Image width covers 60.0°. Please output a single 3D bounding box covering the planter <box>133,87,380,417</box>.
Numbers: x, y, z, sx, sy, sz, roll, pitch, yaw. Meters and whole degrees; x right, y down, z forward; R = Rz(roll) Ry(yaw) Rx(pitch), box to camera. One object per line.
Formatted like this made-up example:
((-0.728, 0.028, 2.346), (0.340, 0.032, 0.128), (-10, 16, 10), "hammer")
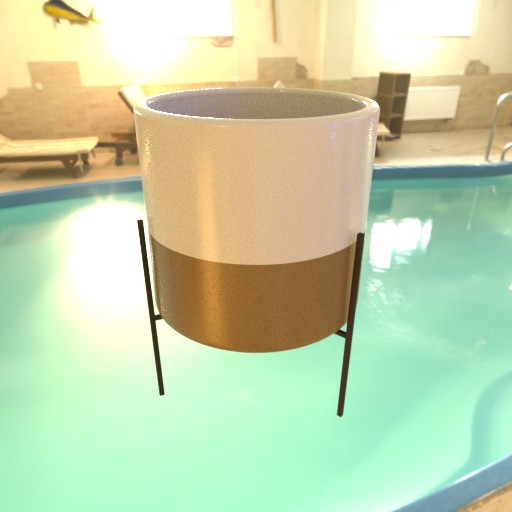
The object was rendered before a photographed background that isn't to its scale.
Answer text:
((0.000, 0.000, 0.646), (0.310, 0.432, 0.310), (-18, 32, -32), "planter")
